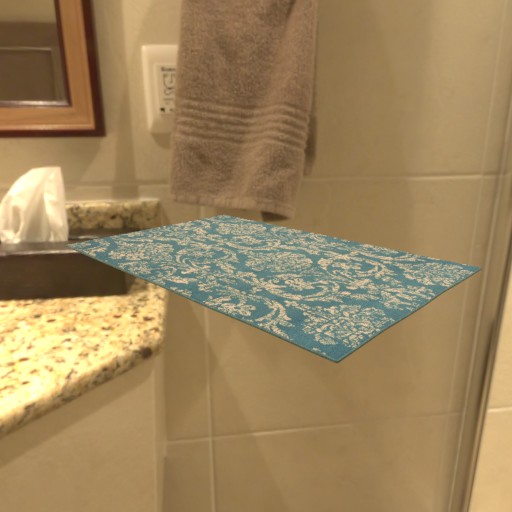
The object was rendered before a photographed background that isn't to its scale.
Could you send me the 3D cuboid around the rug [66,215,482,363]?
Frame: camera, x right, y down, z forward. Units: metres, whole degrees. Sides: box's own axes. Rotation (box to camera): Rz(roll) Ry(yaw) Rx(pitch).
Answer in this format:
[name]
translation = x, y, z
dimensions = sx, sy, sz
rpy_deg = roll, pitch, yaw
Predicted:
[rug]
translation = 0.000, 0.000, 2.311
dimensions = 1.833, 0.012, 1.211
rpy_deg = 16, 23, 42
